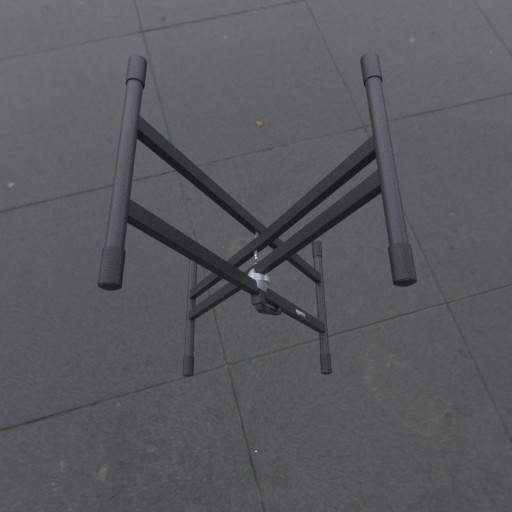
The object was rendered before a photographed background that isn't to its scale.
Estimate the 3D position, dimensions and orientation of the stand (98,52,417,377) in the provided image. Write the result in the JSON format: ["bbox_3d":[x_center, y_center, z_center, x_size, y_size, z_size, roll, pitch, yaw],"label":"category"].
[{"bbox_3d":[0.000,0.000,1.190,0.503,0.900,0.495,-1,66,0],"label":"stand"}]
